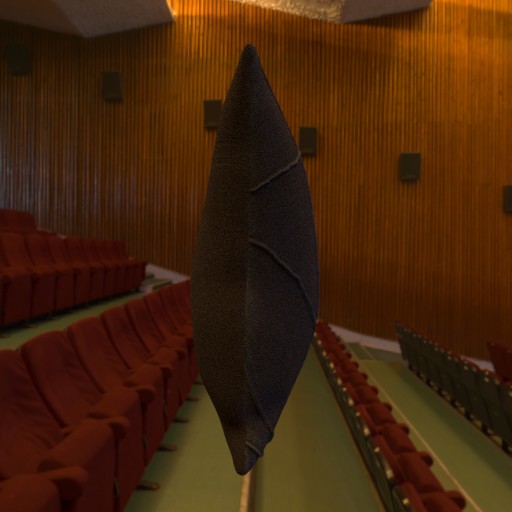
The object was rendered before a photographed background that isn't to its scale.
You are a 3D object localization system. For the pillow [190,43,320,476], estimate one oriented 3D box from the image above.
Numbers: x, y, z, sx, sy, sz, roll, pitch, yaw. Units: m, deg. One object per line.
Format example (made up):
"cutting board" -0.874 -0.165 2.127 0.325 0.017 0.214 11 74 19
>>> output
"pillow" 0.000 0.000 0.659 0.183 0.440 0.439 0 1 1
